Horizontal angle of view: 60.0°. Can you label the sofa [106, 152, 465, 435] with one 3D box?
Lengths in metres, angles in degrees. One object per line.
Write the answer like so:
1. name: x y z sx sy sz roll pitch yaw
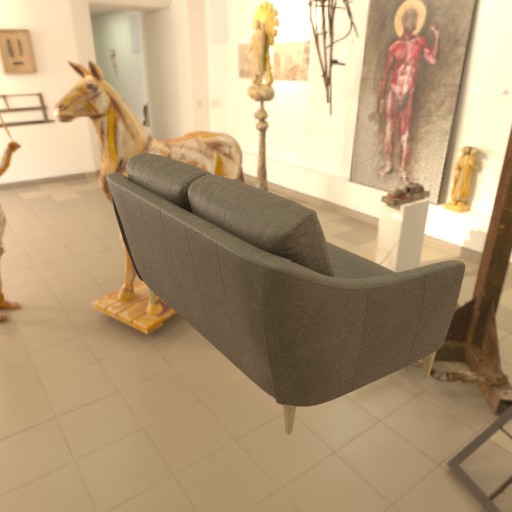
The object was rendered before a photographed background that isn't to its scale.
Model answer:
1. sofa: 0.000 0.000 2.175 0.960 0.902 1.619 -17 29 -33
